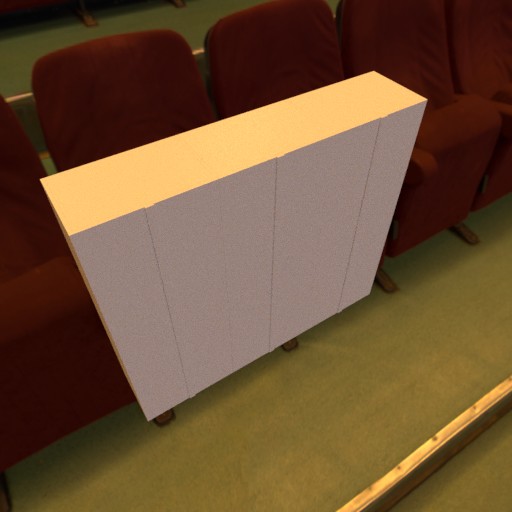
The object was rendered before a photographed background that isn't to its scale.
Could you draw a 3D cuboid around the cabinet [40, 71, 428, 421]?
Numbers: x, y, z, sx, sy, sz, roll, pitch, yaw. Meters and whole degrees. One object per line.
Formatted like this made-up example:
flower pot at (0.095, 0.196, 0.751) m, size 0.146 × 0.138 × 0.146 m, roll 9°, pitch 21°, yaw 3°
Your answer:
cabinet at (0.000, 0.000, 3.847) m, size 2.700 × 2.370 × 0.590 m, roll -25°, pitch 52°, yaw -22°
